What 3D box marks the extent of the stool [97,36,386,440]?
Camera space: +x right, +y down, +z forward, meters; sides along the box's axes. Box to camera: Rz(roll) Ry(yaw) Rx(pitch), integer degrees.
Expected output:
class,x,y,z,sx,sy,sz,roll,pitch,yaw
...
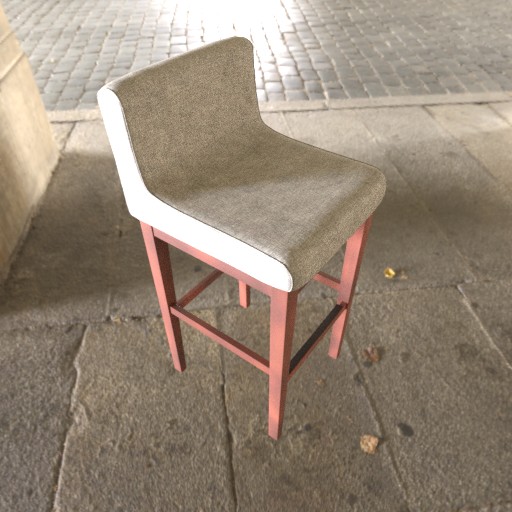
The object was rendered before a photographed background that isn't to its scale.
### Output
class,x,y,z,sx,sy,sz,roll,pitch,yaw
stool,0.000,0.000,1.202,0.499,0.965,0.426,27,48,26
